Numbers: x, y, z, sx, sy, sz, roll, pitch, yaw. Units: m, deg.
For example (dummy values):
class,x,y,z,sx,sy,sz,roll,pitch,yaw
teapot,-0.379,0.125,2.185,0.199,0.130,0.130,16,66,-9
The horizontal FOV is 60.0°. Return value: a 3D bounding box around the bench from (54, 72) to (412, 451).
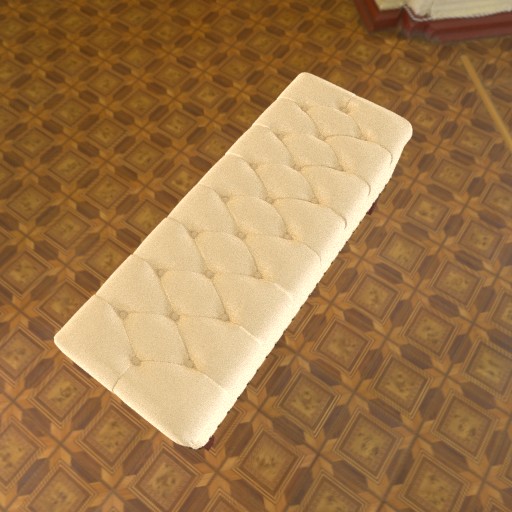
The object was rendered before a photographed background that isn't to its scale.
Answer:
class,x,y,z,sx,sy,sz,roll,pitch,yaw
bench,0.000,0.000,1.316,0.400,0.470,1.054,32,67,15
